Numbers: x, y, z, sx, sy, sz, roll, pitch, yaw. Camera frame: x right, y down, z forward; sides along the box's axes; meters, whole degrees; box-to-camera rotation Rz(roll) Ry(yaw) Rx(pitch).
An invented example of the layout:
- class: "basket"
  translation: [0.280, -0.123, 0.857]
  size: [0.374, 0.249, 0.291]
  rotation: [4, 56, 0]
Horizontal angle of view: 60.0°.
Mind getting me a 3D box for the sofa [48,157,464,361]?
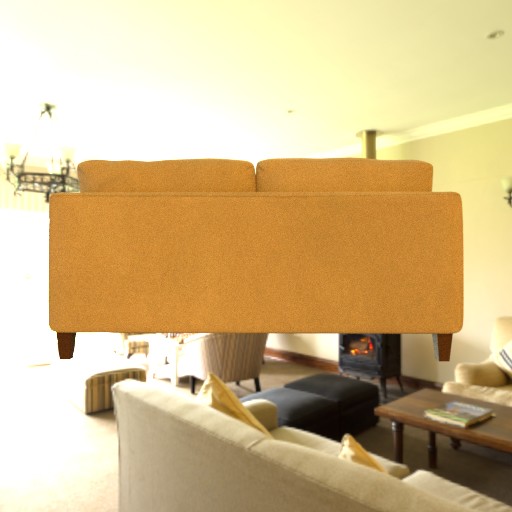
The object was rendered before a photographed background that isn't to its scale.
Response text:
- class: "sofa"
  translation: [0.000, 0.000, 2.396]
  size: [1.846, 0.940, 0.950]
  rotation: [0, -1, 1]
